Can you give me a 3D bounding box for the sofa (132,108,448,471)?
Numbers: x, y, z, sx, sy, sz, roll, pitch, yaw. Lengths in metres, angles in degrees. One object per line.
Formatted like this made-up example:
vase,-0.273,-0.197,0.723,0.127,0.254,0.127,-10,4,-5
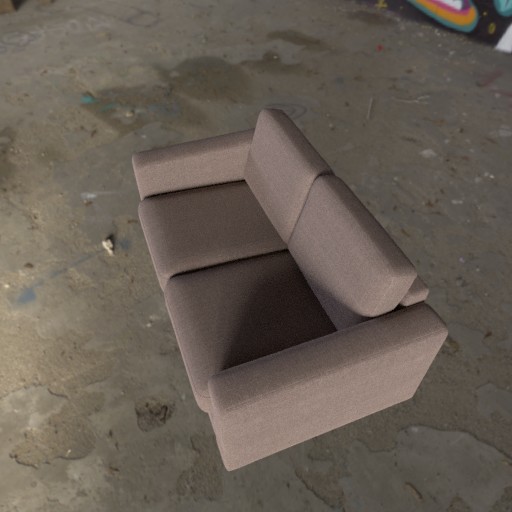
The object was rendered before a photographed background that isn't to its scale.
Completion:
sofa,0.000,0.000,2.053,0.900,0.800,1.520,-16,49,-14
